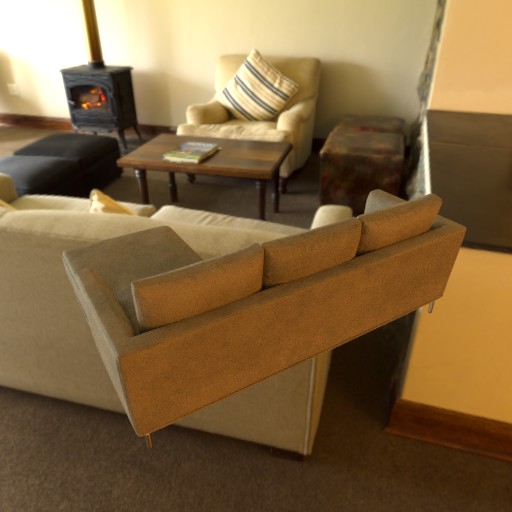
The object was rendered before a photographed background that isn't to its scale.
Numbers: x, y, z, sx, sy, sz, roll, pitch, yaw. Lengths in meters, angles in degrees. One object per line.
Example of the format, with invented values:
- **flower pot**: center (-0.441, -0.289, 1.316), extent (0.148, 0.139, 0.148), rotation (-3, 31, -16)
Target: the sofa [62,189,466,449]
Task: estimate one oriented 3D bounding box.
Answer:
- **sofa**: center (0.000, 0.000, 3.221), extent (2.438, 0.987, 1.622), rotation (-17, 34, -27)
